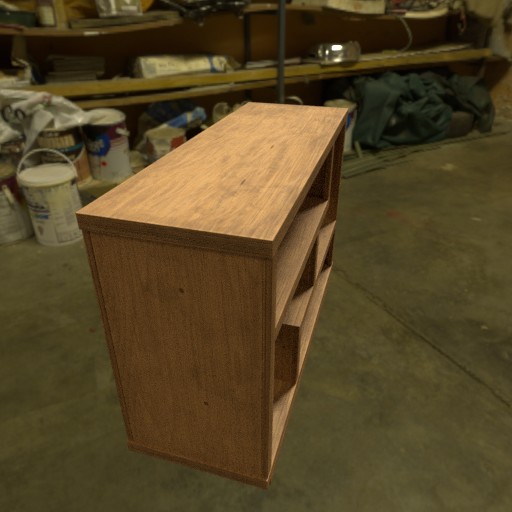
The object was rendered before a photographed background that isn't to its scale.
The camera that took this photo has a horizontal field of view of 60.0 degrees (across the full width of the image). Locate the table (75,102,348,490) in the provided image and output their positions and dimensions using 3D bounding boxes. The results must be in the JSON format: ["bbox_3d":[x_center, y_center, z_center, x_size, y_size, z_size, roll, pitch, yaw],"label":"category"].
[{"bbox_3d":[0.000,0.000,1.507,0.410,0.771,1.151,9,31,15],"label":"table"}]
